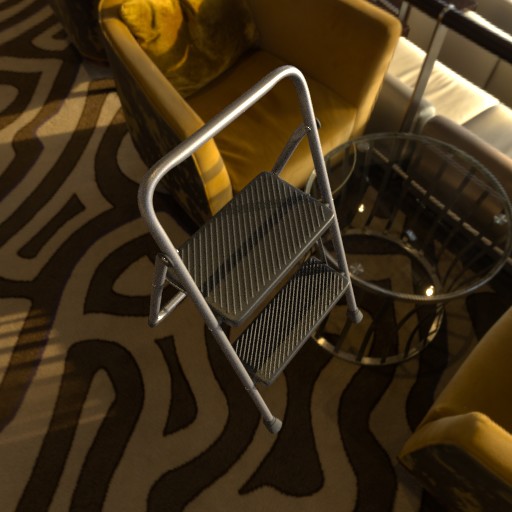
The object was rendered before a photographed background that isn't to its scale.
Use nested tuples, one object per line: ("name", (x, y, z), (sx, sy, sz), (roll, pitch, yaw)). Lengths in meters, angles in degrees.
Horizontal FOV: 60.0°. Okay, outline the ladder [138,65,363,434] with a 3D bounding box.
("ladder", (0.000, 0.000, 0.985), (0.472, 0.720, 0.430), (35, 64, 19))
